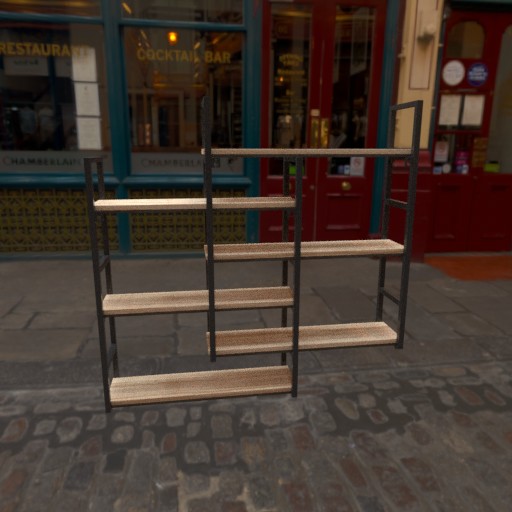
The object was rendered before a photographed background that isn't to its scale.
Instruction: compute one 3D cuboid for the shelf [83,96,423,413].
[{"bbox_3d":[0.000,0.000,1.387,0.946,0.921,0.183,-2,13,-8],"label":"shelf"}]
